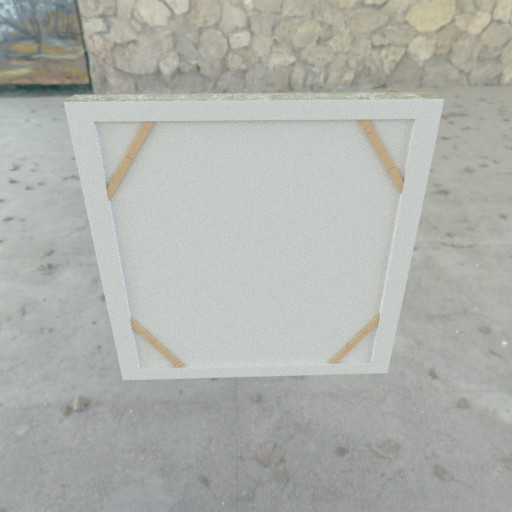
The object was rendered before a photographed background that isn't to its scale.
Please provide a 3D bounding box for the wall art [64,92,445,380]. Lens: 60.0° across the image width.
[{"bbox_3d":[0.000,0.000,0.590,0.405,0.407,0.038,-1,31,-2],"label":"wall art"}]
